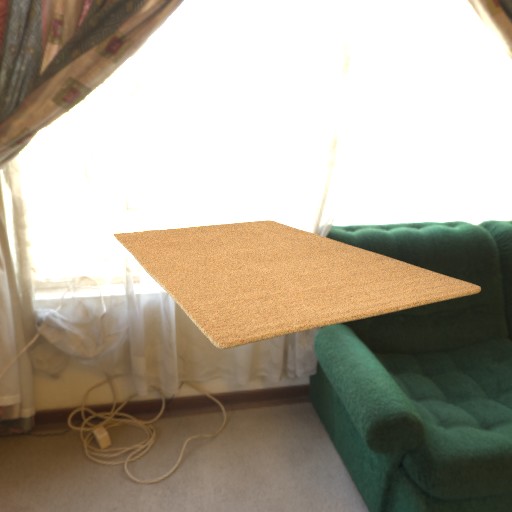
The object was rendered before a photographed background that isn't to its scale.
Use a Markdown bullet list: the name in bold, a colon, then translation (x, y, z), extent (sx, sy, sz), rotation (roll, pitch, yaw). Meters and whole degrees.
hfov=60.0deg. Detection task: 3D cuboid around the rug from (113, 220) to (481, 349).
- **rug**: translation (0.000, 0.000, 3.004), extent (1.500, 0.025, 2.349), rotation (-7, 16, -26)
